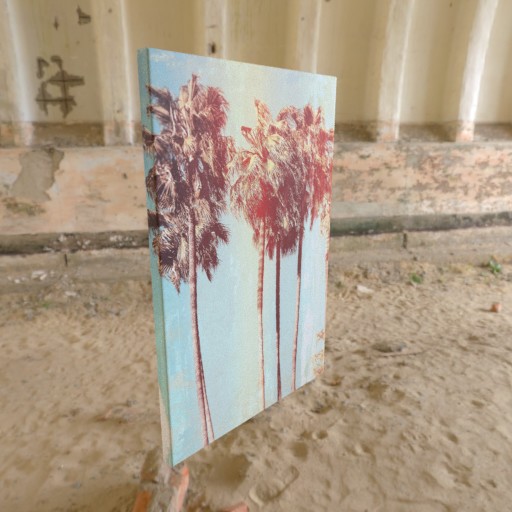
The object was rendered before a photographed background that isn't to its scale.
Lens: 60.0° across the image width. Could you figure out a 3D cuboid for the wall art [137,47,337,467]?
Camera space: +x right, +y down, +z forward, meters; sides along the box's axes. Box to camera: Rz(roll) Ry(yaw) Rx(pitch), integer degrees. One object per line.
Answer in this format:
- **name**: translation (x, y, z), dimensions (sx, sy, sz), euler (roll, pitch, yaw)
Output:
- **wall art**: translation (0.000, 0.000, 1.146), dimensions (0.037, 0.915, 0.605), euler (15, 21, 42)
